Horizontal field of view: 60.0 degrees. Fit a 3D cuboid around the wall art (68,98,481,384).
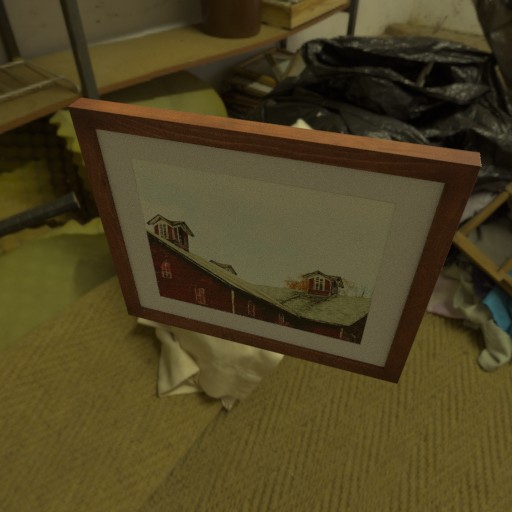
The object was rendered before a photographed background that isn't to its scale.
[{"bbox_3d":[0.000,0.000,0.740,0.558,0.457,0.033,12,43,13],"label":"wall art"}]
